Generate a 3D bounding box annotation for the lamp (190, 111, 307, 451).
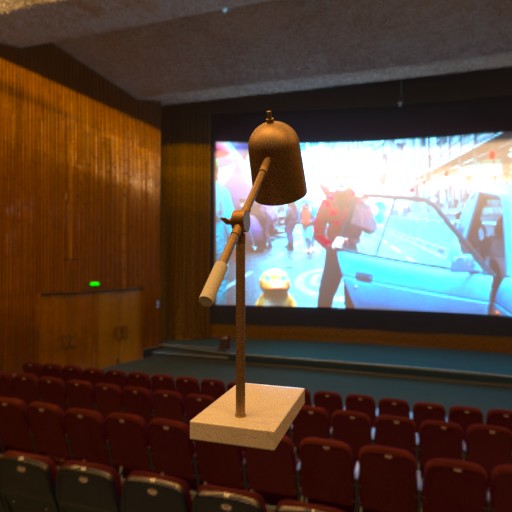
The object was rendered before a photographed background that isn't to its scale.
[{"bbox_3d":[0.000,0.000,0.833,0.144,0.603,0.471,0,0,18],"label":"lamp"}]
